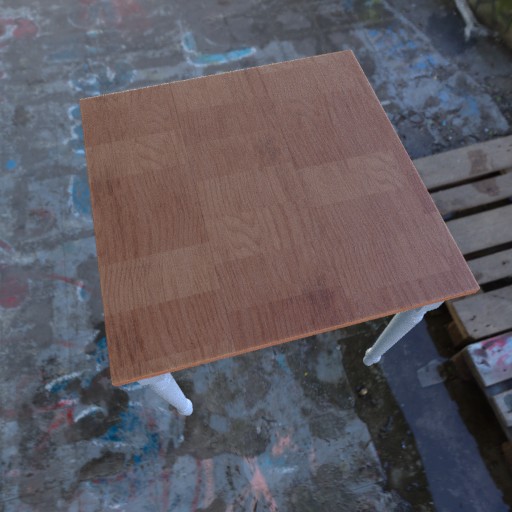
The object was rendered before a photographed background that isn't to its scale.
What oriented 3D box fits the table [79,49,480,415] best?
[{"bbox_3d":[0.000,0.000,1.351,0.747,0.738,0.747,-13,63,-7],"label":"table"}]
